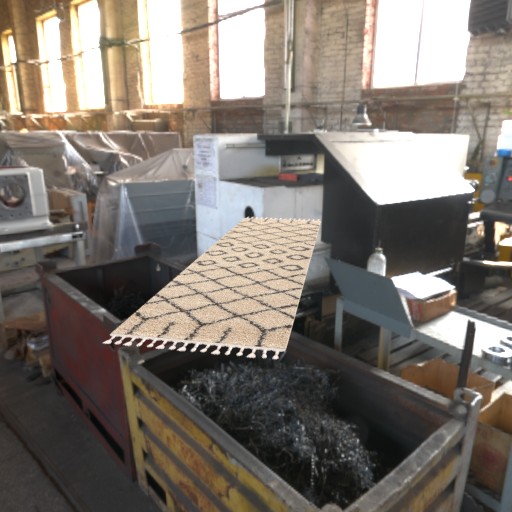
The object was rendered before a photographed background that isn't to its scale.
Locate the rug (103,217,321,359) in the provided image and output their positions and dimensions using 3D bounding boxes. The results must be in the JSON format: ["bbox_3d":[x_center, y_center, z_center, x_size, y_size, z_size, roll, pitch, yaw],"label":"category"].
[{"bbox_3d":[0.000,0.000,2.692,0.660,0.005,2.464,3,16,11],"label":"rug"}]
